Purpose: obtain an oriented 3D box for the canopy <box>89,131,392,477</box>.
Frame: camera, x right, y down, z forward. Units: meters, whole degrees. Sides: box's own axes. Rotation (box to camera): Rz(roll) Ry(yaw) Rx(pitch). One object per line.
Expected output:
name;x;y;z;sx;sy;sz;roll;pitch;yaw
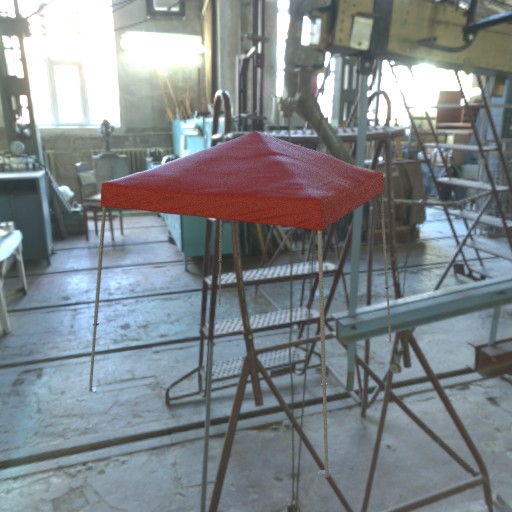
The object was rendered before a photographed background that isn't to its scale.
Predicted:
canopy;0.000;0.000;6.639;3.600;3.600;3.599;8;19;26
